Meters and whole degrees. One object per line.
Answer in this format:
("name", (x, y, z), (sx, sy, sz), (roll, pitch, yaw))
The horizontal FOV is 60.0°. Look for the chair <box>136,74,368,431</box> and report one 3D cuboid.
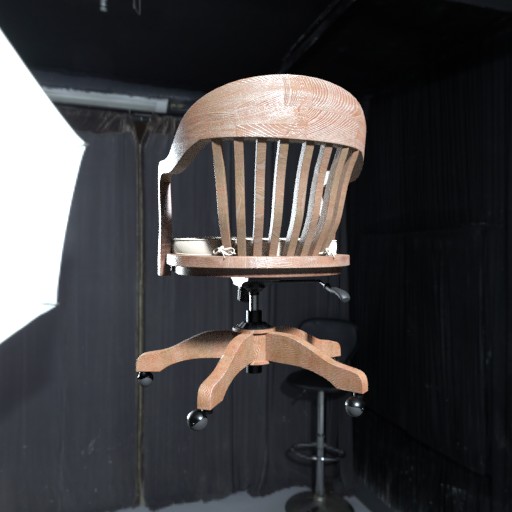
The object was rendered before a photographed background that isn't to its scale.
("chair", (0.000, 0.000, 1.449), (0.750, 0.878, 0.788), (0, 0, -17))
